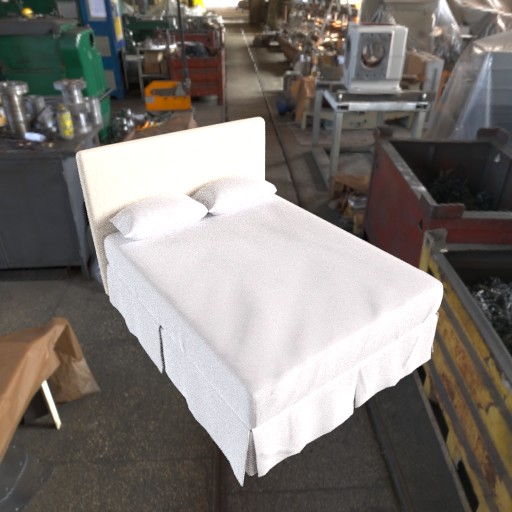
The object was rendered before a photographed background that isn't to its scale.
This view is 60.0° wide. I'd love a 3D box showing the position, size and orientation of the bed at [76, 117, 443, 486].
[{"bbox_3d":[0.000,0.000,3.184,1.713,1.330,2.142,-21,37,-31],"label":"bed"}]
